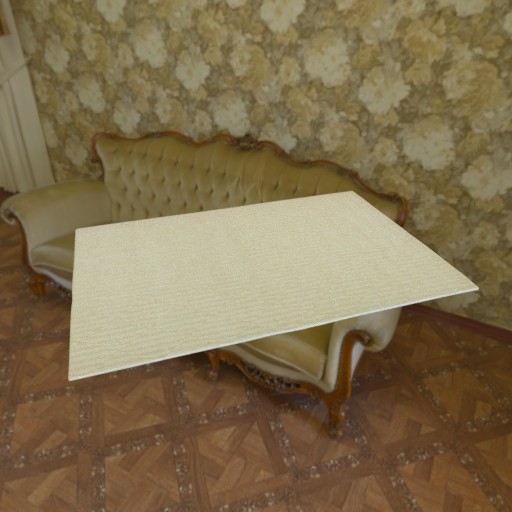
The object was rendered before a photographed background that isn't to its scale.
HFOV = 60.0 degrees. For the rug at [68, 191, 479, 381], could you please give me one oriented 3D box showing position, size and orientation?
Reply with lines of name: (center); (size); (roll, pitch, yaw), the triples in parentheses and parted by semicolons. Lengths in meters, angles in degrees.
rug: (0.000, 0.000, 2.362); (1.848, 0.014, 1.238); (-10, 33, -15)
